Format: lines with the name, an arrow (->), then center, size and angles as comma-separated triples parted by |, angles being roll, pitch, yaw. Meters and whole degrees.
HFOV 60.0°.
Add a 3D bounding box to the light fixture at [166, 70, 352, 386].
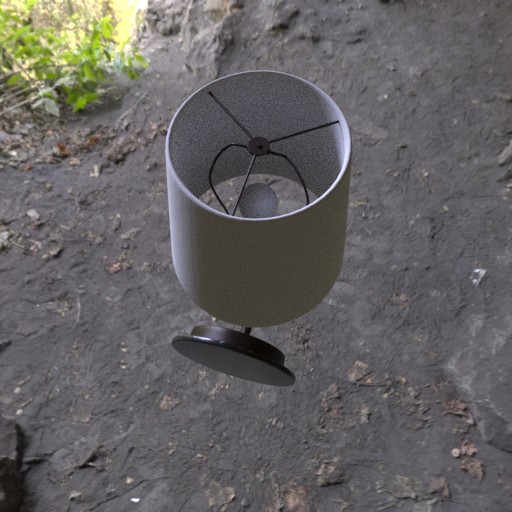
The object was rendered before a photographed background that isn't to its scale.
light fixture -> 0.000, 0.000, 0.448 | 0.168, 0.337, 0.188 | 15, 65, 7
